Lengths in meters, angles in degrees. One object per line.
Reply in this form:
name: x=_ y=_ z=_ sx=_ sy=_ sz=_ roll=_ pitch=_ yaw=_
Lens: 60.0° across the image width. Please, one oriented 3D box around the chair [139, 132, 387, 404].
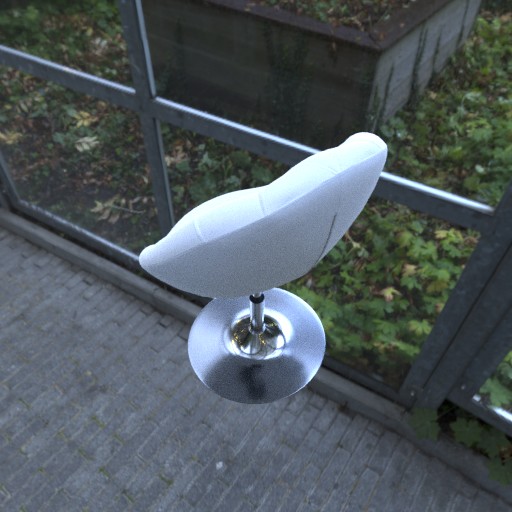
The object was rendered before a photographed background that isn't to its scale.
chair: x=0.000 y=0.000 z=1.834 sx=0.940 sy=1.261 sz=0.736 roll=-31 pitch=54 yaw=-26
